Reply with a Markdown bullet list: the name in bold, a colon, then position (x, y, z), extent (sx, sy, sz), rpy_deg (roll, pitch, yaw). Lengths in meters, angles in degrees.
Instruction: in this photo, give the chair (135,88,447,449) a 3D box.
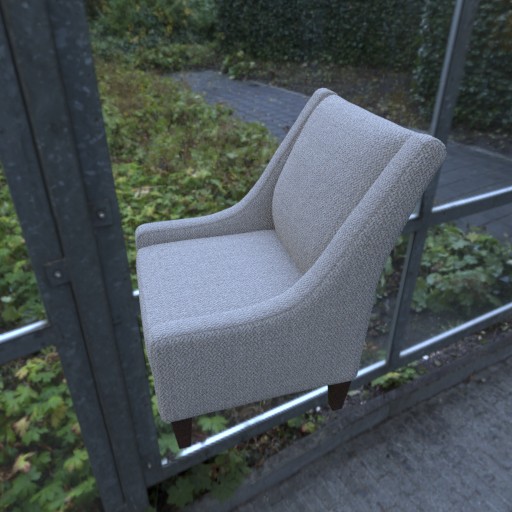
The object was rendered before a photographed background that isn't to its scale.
- **chair**: position (0.000, 0.000, 1.633), extent (0.870, 1.014, 0.774), rpy_deg (-9, 32, -14)
